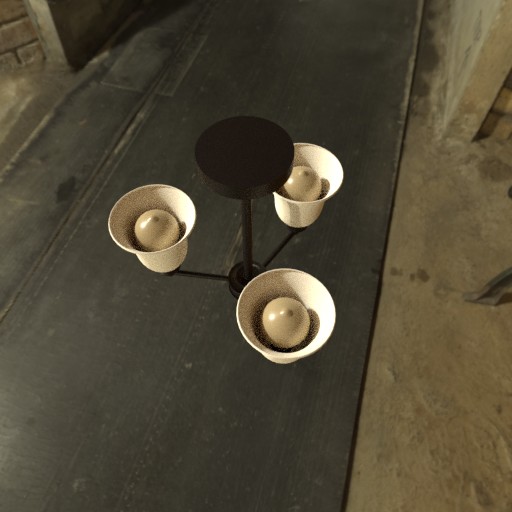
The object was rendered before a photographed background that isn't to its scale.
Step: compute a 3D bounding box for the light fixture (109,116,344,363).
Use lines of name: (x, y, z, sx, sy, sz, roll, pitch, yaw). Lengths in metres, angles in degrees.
light fixture: (0.000, 0.000, 0.671, 0.388, 0.370, 0.354, -19, 60, -11)
